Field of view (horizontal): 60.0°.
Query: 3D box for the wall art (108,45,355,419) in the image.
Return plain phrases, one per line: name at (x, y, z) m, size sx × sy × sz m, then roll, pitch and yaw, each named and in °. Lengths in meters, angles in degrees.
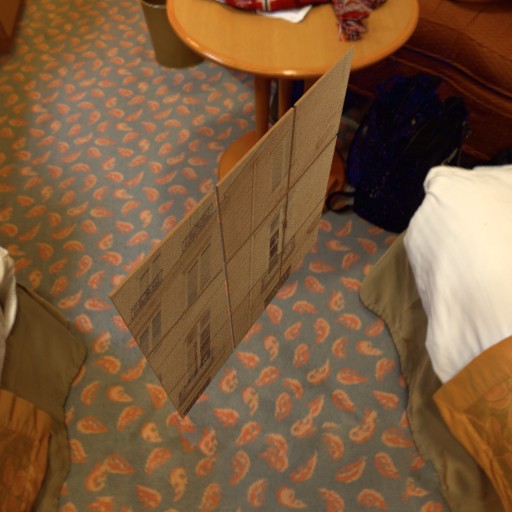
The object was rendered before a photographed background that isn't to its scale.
wall art at (0.000, 0.000, 2.275) m, size 0.023 × 1.522 × 1.526 m, roll 30°, pitch 62°, yaw 18°
